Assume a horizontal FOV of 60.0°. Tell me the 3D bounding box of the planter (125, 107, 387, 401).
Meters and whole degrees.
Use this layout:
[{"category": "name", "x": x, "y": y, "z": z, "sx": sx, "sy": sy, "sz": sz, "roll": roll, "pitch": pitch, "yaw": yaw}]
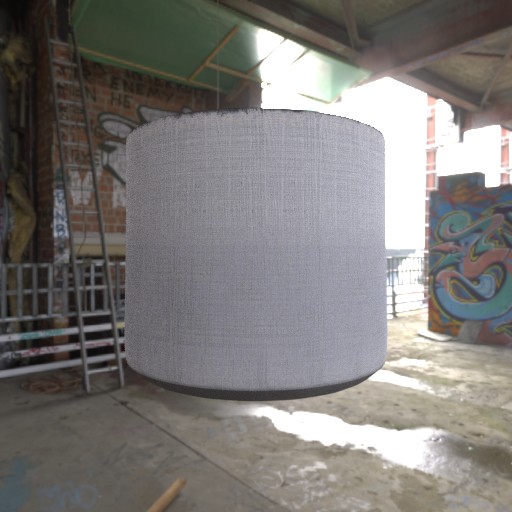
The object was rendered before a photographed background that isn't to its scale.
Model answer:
[{"category": "planter", "x": 0.000, "y": 0.000, "z": 0.445, "sx": 0.254, "sy": 0.221, "sz": 0.254, "roll": 0, "pitch": 1, "yaw": 0}]
